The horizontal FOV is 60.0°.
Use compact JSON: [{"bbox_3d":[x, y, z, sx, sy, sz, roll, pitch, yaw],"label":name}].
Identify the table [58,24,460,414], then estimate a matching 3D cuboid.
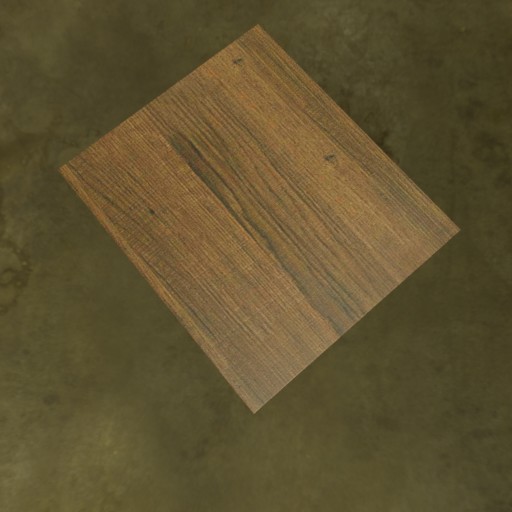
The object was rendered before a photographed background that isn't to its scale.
[{"bbox_3d":[0.000,0.000,1.167,0.457,0.866,0.526,-40,80,-8],"label":"table"}]
